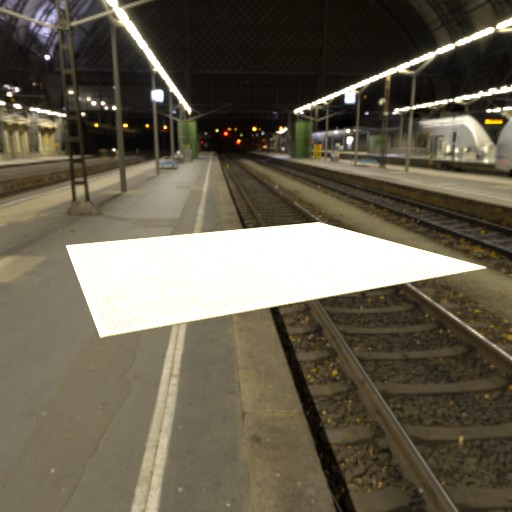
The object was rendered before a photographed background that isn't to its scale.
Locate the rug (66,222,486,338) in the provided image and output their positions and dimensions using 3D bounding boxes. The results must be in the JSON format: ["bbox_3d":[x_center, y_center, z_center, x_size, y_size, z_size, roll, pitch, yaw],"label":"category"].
[{"bbox_3d":[0.000,0.000,4.059,3.050,0.015,2.441,-7,16,-26],"label":"rug"}]
